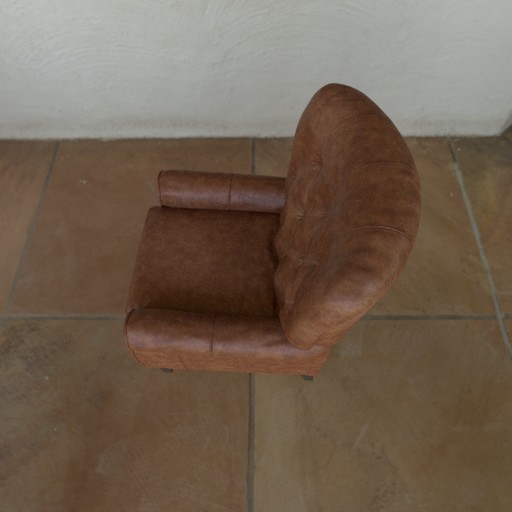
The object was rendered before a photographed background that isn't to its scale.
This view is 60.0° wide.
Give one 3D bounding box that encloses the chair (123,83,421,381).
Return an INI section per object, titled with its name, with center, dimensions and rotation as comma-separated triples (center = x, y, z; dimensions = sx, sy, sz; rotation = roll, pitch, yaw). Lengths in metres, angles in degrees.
[chair]
center = 0.000, 0.000, 1.868
dimensions = 1.059, 1.164, 0.951
rotation = 3, 59, 2
